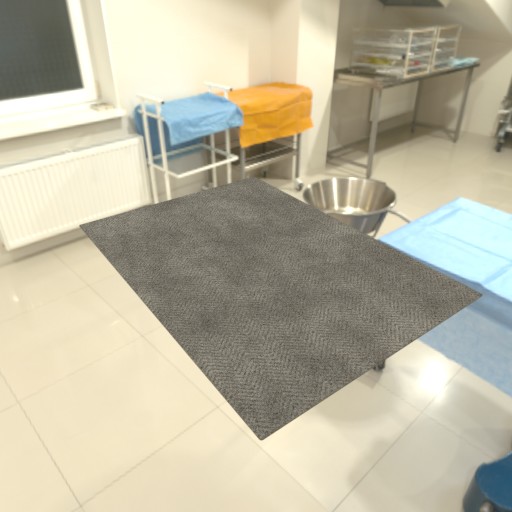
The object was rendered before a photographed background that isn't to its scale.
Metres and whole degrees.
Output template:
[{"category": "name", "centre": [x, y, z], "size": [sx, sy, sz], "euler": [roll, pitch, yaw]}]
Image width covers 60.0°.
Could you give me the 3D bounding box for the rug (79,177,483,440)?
[{"category": "rug", "centre": [0.000, 0.000, 2.909], "size": [1.600, 0.008, 2.235], "euler": [-21, 38, -30]}]
